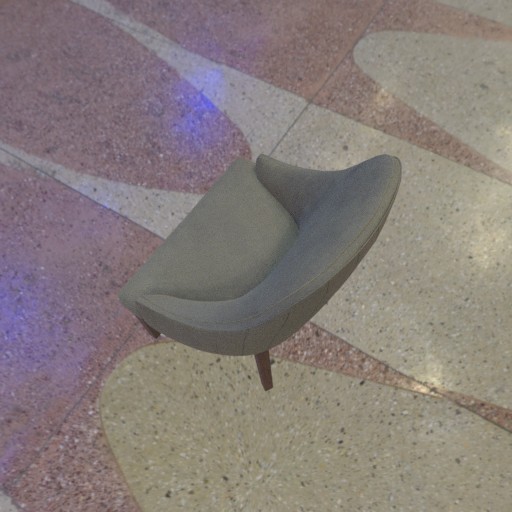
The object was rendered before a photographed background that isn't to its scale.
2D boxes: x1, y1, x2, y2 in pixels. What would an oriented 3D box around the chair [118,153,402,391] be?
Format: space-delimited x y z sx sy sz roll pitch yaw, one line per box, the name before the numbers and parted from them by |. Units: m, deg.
chair | 0.000 0.000 1.291 0.575 0.889 0.643 31 67 15
